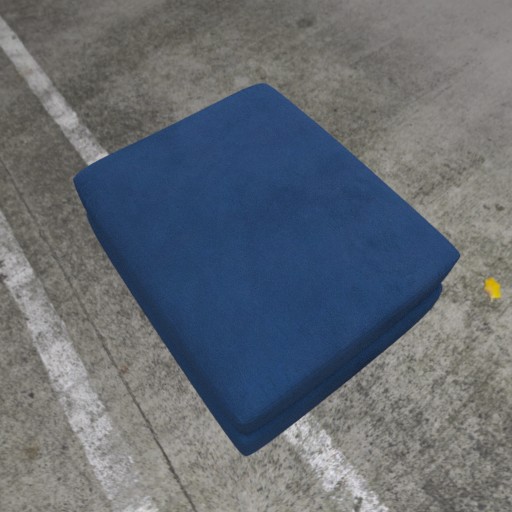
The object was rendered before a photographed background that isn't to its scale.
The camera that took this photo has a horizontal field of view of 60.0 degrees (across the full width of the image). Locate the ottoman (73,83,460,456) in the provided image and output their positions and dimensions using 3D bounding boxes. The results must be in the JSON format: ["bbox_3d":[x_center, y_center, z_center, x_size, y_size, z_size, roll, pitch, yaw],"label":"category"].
[{"bbox_3d":[0.000,0.000,1.217,0.655,0.485,0.794,-33,65,-18],"label":"ottoman"}]
